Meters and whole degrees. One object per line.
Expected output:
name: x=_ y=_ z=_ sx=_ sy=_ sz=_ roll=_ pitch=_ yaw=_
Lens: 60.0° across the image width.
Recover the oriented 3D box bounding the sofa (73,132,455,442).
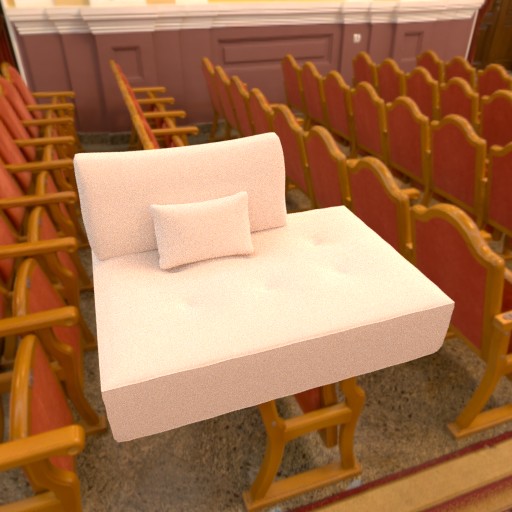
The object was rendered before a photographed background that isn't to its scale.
sofa: x=0.000 y=0.000 z=2.027 sx=1.450 sy=0.820 sz=1.000 roll=-11 pitch=35 yaw=-16
